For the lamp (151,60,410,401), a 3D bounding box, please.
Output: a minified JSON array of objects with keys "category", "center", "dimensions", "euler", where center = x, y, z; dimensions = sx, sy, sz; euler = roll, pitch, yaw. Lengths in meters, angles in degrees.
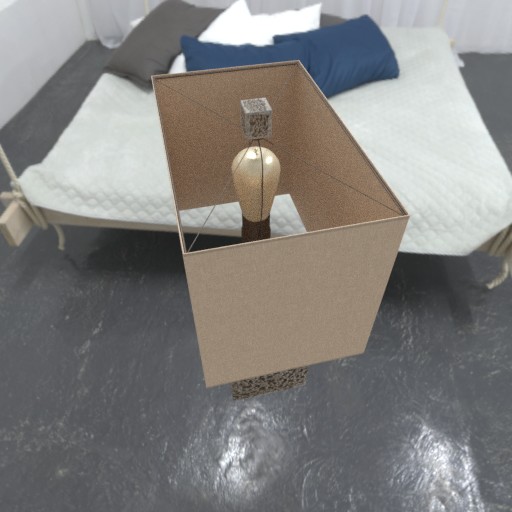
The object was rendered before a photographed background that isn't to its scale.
[{"category":"lamp","center":[0.000,0.000,0.562],"dimensions":[0.180,0.411,0.294],"euler":[-10,48,-9]}]
